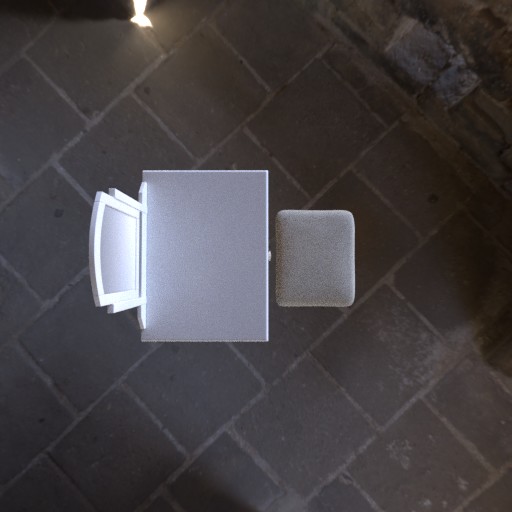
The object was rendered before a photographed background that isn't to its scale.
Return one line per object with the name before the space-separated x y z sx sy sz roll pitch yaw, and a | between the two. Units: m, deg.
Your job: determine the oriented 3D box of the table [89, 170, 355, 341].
table | 0.000 0.000 2.358 1.211 1.631 0.876 0 88 0
